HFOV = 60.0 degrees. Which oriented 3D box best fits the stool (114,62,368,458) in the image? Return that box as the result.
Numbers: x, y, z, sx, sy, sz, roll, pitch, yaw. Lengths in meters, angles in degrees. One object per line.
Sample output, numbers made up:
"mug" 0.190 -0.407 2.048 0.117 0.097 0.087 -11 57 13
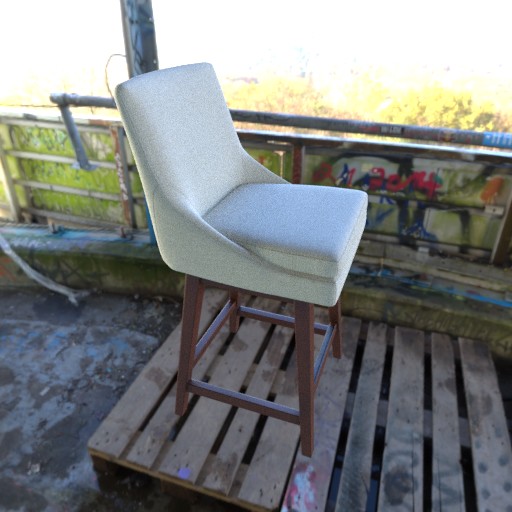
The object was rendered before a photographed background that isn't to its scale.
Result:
"stool" 0.000 0.000 1.295 0.559 0.991 0.469 11 32 18
